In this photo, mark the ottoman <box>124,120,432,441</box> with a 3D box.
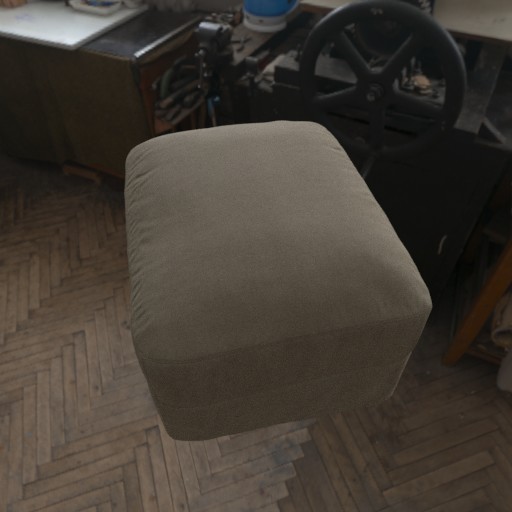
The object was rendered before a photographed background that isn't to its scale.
[{"bbox_3d":[0.000,0.000,1.104,0.584,0.480,0.712,-10,48,-9],"label":"ottoman"}]
